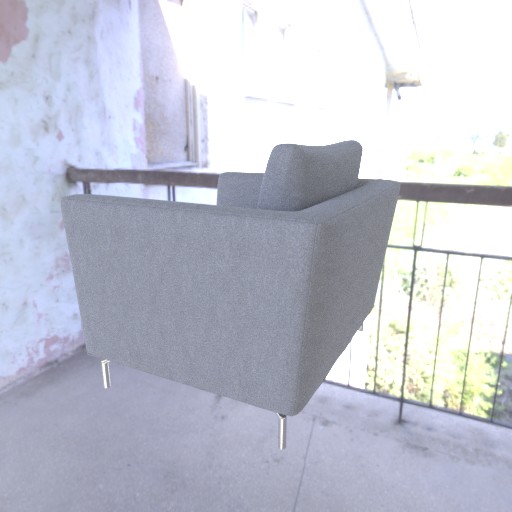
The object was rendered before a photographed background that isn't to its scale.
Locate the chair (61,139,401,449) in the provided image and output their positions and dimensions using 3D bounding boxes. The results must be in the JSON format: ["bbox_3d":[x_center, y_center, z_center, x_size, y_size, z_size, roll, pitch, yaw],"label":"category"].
[{"bbox_3d":[0.000,0.000,1.710,0.889,0.864,1.041,8,17,26],"label":"chair"}]
